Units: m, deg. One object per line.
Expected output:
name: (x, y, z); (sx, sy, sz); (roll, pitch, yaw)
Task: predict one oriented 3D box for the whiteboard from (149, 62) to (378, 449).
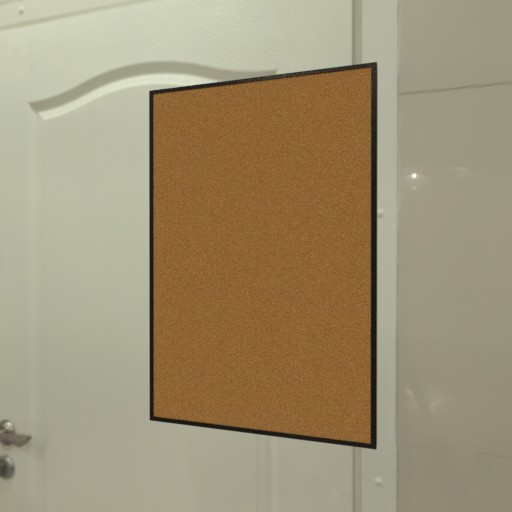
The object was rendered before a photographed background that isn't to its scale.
whiteboard: (0.000, 0.000, 0.770); (0.406, 0.611, 0.026); (0, 0, 18)
